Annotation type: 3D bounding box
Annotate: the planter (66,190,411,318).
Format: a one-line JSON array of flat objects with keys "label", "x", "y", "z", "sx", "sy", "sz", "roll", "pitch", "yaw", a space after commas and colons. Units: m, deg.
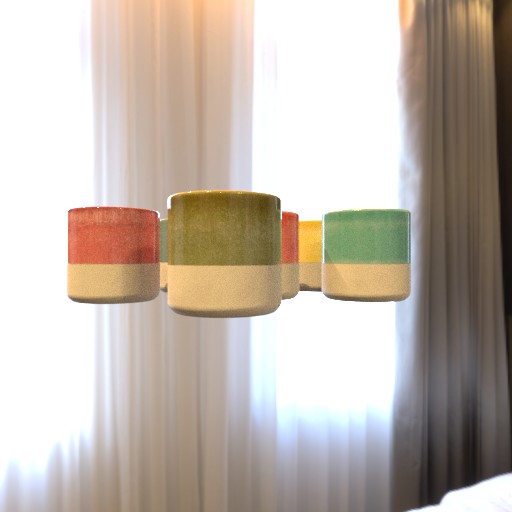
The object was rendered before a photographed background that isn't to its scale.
[{"label": "planter", "x": 0.000, "y": 0.000, "z": 0.411, "sx": 0.257, "sy": 0.075, "sz": 0.286, "roll": 0, "pitch": 0, "yaw": 37}]
